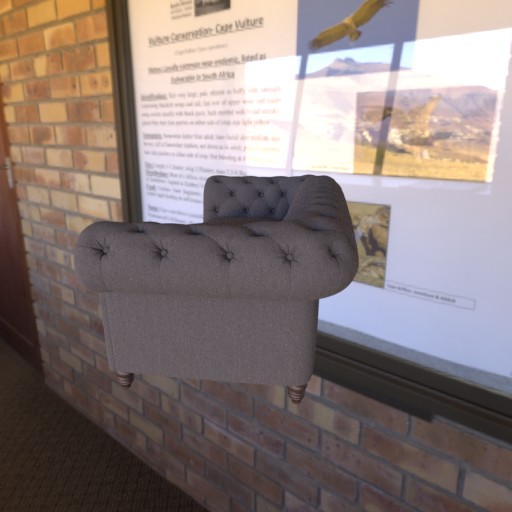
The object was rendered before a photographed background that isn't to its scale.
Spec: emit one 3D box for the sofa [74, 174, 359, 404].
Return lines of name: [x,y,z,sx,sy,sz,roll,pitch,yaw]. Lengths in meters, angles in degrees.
sofa: [0.000,0.000,2.446,0.986,0.764,1.998,2,16,8]
